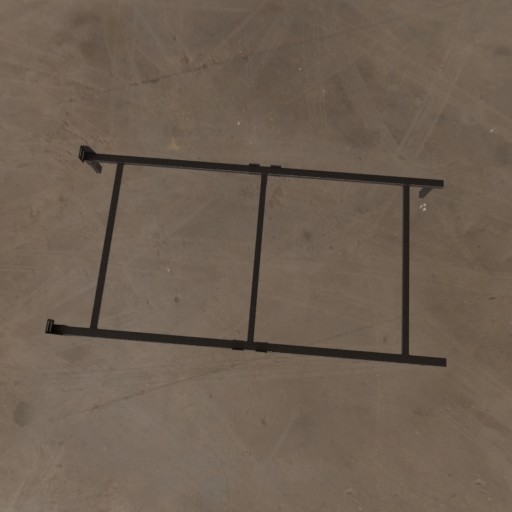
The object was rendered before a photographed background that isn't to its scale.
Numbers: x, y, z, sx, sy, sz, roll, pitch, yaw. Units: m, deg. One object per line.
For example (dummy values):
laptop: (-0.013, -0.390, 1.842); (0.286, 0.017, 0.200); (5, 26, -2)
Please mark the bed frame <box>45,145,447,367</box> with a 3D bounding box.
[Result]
bed frame: (0.000, 0.000, 2.280); (1.897, 0.248, 0.968); (5, 77, 1)
